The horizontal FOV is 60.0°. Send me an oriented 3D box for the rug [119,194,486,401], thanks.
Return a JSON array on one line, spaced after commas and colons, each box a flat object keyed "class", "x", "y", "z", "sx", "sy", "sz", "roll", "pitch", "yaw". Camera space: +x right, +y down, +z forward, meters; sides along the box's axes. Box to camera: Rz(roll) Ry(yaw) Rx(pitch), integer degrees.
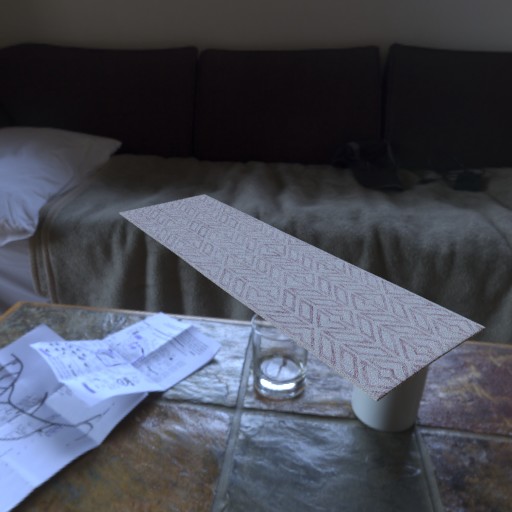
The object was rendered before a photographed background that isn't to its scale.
[{"class": "rug", "x": 0.000, "y": 0.000, "z": 2.659, "sx": 0.750, "sy": 0.009, "sz": 2.435, "roll": -18, "pitch": 31, "yaw": -33}]
